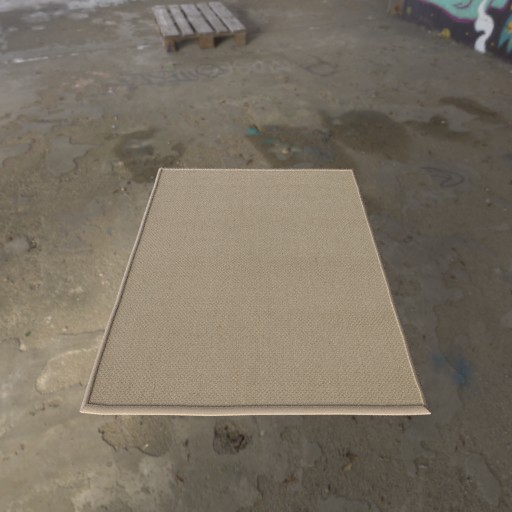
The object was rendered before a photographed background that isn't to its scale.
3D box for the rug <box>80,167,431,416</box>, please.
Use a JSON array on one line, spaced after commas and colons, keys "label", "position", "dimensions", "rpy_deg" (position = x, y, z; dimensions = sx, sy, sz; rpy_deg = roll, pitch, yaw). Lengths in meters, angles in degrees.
[{"label": "rug", "position": [0.000, 0.000, 2.684], "dimensions": [1.525, 0.020, 2.081], "rpy_deg": [0, 41, 0]}]
